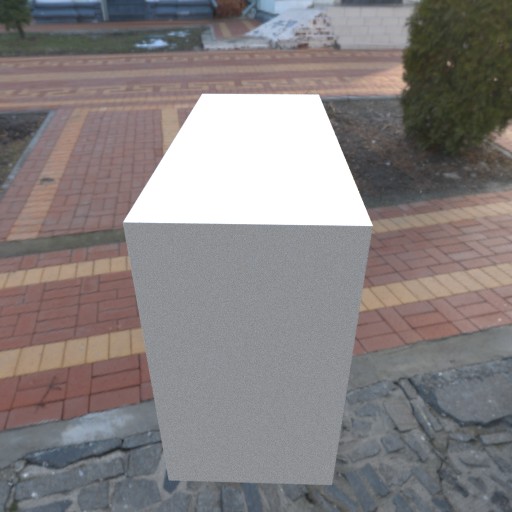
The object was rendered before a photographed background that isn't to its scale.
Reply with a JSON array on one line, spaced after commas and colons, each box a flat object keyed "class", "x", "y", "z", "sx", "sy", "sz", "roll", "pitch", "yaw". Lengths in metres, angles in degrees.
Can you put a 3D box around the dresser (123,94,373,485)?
[{"class": "dresser", "x": 0.000, "y": 0.000, "z": 1.498, "sx": 0.460, "sy": 0.820, "sz": 1.100, "roll": 1, "pitch": 32, "yaw": 1}]
